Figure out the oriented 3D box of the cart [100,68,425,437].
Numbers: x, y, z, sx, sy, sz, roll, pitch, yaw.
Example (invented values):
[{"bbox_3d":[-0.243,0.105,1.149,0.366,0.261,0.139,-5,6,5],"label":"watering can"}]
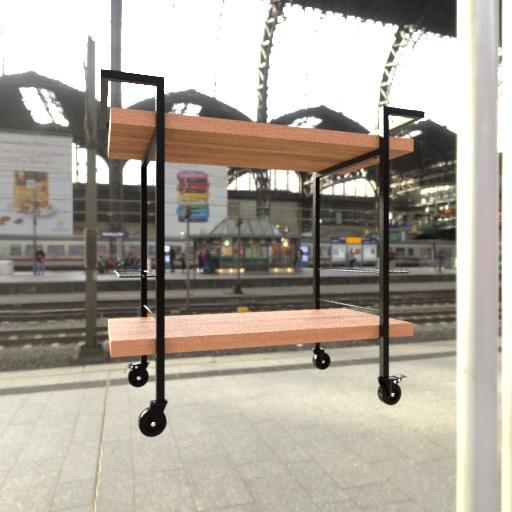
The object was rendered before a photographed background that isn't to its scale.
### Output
[{"bbox_3d":[0.000,0.000,1.216,0.806,0.762,0.406,0,0,-19],"label":"cart"}]
